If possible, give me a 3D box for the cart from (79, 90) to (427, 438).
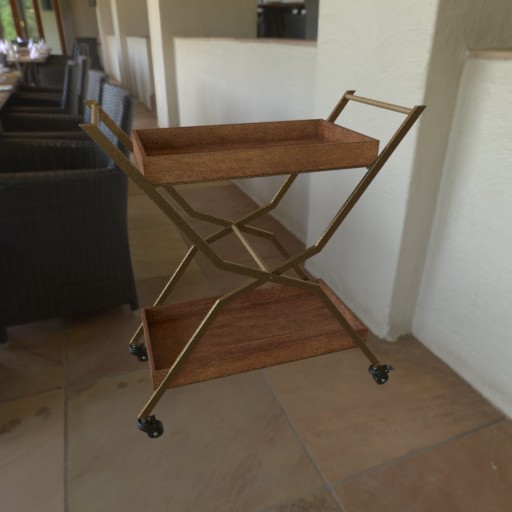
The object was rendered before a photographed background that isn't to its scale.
[{"bbox_3d":[0.000,0.000,1.319,0.836,0.869,0.405,-8,28,-16],"label":"cart"}]
